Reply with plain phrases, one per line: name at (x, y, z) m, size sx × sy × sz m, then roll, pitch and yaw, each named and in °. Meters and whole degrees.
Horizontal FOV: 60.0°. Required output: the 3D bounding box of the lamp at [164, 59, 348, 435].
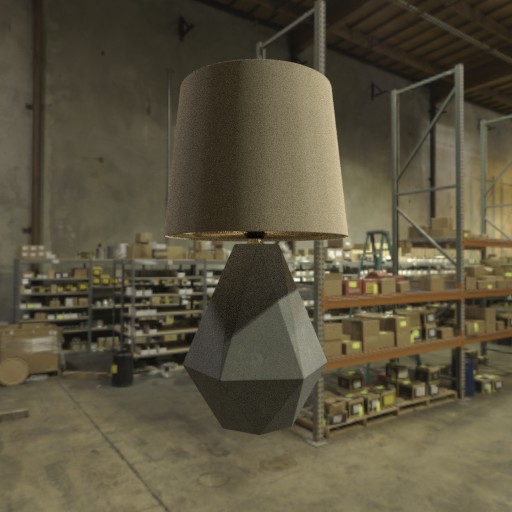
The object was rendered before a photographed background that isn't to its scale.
lamp at (0.000, 0.000, 0.677) m, size 0.276 × 0.501 × 0.276 m, roll 0°, pitch -1°, yaw 0°
